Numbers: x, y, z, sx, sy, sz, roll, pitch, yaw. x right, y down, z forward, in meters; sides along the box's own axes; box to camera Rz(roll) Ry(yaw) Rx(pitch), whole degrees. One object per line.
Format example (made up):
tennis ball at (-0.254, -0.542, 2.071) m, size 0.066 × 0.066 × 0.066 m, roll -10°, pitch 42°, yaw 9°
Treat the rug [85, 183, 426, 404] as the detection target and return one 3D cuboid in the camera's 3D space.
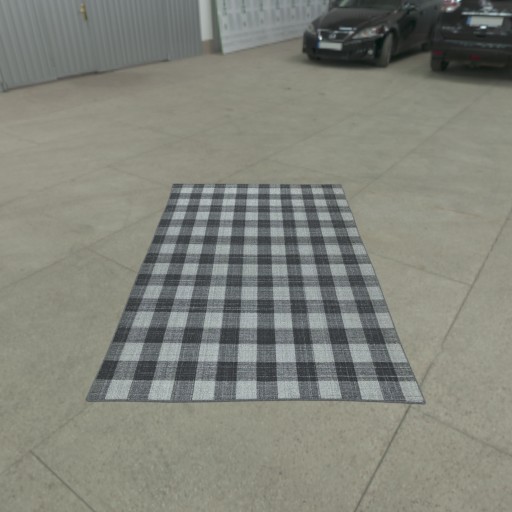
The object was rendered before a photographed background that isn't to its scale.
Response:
rug at (0.000, 0.000, 3.040) m, size 1.554 × 0.011 × 2.476 m, roll 0°, pitch 32°, yaw 0°
